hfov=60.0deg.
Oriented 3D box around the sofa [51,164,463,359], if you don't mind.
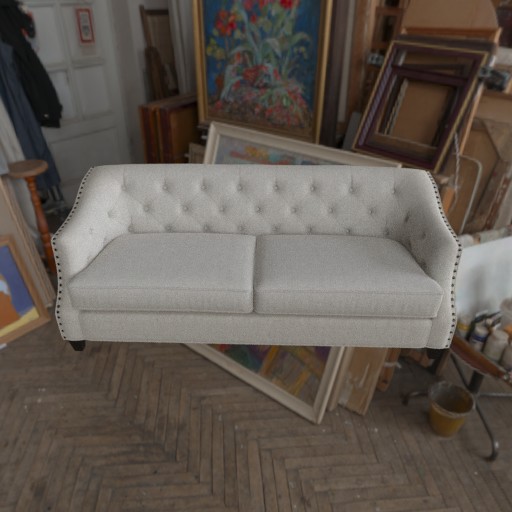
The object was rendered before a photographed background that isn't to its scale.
[{"bbox_3d":[0.000,0.000,2.752,2.235,0.901,0.914,1,32,2],"label":"sofa"}]
